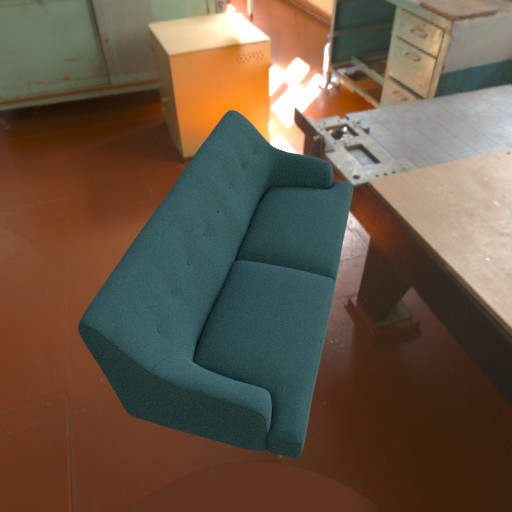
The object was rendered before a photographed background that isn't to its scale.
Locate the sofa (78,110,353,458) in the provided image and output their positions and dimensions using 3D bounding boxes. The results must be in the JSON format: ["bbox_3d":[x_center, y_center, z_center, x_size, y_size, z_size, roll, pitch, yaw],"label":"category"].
[{"bbox_3d":[0.000,0.000,2.645,0.978,0.871,2.057,11,44,11],"label":"sofa"}]
